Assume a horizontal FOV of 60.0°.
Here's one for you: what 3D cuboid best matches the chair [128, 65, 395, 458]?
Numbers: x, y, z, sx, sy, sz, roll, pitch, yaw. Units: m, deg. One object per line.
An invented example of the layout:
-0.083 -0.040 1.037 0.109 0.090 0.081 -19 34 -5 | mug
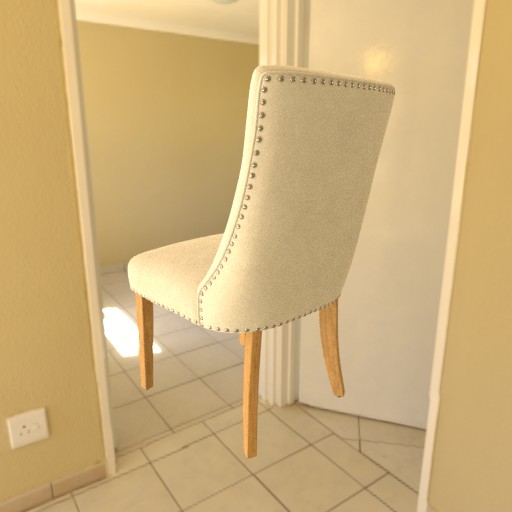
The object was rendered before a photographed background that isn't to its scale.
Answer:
0.000 0.000 1.238 0.495 0.902 0.610 -14 21 -42 | chair
